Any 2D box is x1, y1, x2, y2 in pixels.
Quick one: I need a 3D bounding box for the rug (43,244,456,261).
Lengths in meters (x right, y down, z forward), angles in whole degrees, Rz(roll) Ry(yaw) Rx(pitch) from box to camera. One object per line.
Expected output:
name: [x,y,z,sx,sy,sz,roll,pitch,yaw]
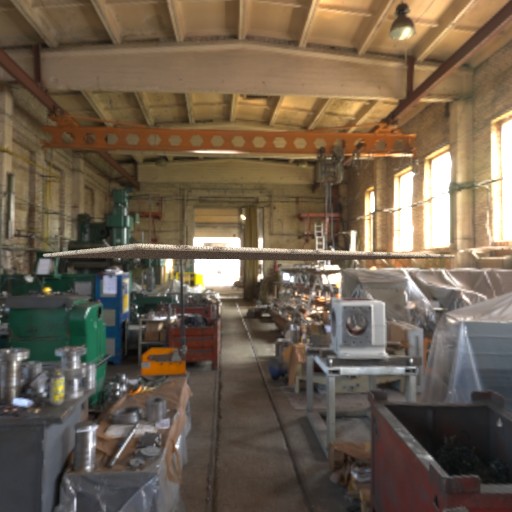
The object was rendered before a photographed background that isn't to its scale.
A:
rug: [0.000,0.000,3.463,2.701,0.026,1.801,1,-2,-37]
